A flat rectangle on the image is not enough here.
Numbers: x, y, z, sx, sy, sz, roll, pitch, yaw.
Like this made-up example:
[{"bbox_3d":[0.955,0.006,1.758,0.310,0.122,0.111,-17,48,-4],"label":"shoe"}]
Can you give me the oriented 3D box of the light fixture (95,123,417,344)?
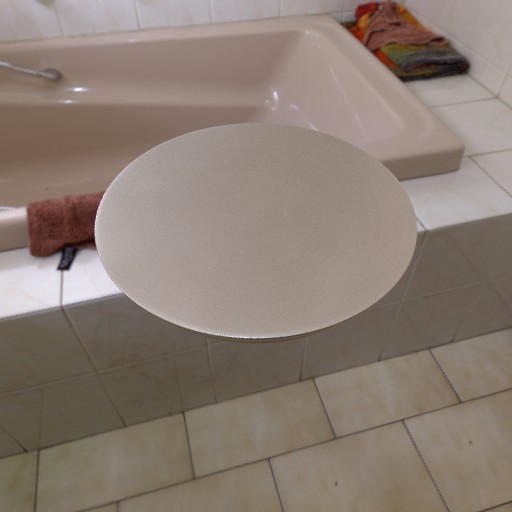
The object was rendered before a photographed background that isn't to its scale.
[{"bbox_3d":[0.000,0.000,0.445,0.280,0.135,0.280,0,47,0],"label":"light fixture"}]
